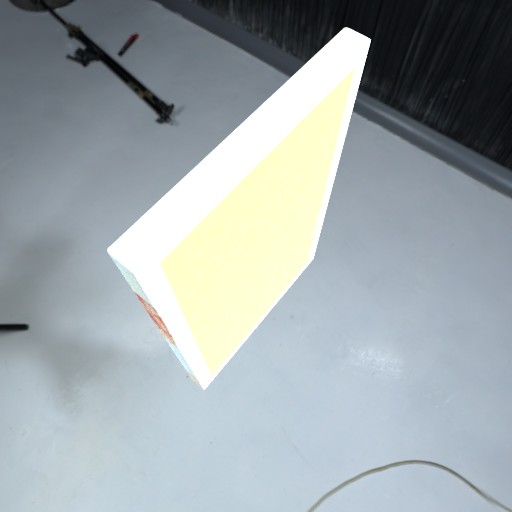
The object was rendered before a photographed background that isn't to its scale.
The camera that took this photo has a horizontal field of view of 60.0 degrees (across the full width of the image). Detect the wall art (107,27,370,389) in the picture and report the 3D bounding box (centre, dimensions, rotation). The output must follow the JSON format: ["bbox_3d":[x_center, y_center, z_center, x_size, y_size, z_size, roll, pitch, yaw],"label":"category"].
[{"bbox_3d":[0.000,0.000,0.748,0.038,0.610,0.401,36,69,16],"label":"wall art"}]
